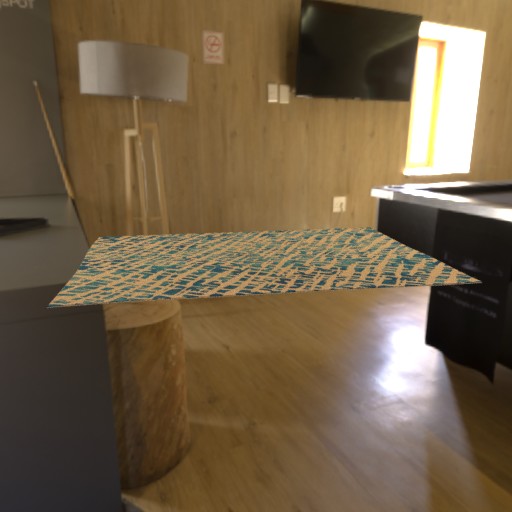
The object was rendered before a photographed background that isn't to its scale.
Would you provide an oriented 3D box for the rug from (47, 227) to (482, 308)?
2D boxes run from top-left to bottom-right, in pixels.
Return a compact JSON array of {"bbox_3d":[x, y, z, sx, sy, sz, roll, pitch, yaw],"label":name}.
[{"bbox_3d":[0.000,0.000,2.393,1.830,0.011,1.209,-3,16,-9],"label":"rug"}]
